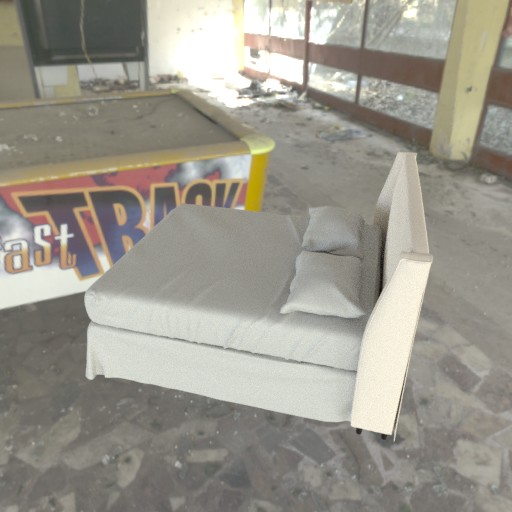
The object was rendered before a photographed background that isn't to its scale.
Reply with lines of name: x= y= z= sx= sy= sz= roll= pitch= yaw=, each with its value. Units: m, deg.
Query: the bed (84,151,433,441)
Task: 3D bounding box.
bed: x=0.000 y=0.000 z=3.465 sx=2.276 sy=1.332 sz=1.925 roll=8 pitch=30 yaw=13
